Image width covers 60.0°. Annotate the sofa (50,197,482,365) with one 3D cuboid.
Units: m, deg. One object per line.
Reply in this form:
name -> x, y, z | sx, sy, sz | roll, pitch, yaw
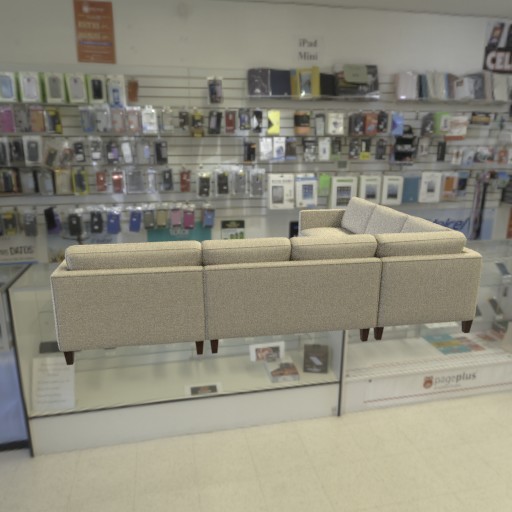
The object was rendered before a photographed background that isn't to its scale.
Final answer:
sofa -> 0.000, 0.000, 4.614 | 3.403, 0.889, 2.551 | -3, 15, -9
